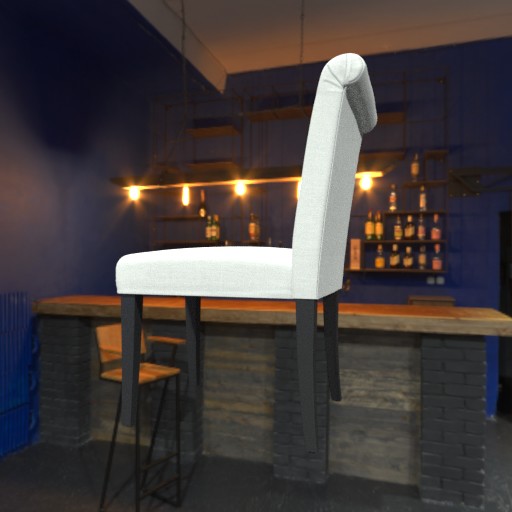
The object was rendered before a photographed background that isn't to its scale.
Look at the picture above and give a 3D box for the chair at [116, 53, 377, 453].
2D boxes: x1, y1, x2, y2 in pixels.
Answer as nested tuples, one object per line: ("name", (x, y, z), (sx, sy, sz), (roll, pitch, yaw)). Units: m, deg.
("chair", (0.000, 0.000, 1.371), (0.708, 0.976, 0.452), (0, 0, 19))
